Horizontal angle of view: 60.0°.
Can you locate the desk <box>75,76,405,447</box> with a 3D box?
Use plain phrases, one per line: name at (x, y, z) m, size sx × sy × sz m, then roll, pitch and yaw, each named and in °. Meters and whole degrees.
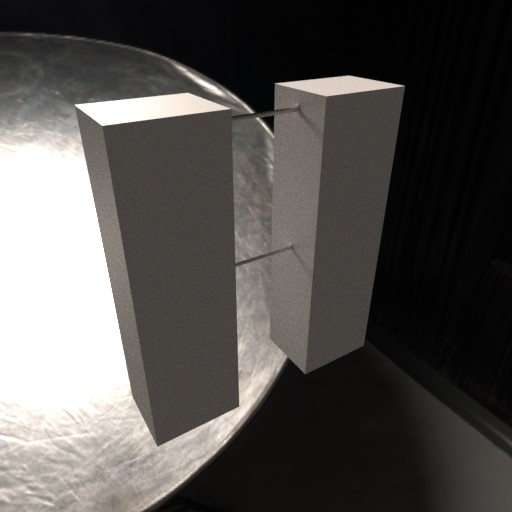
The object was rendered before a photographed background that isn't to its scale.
desk at (0.000, 0.000, 2.877) m, size 1.770 × 2.000 × 0.480 m, roll -18°, pitch 34°, yaw -27°
